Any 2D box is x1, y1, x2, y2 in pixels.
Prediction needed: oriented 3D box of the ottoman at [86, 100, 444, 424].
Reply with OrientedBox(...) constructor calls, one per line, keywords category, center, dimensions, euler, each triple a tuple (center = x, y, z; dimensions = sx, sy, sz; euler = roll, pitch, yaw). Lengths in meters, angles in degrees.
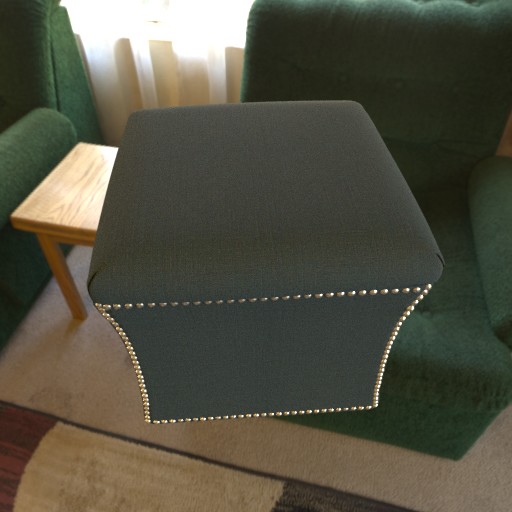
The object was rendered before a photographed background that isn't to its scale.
OrientedBox(category="ottoman", center=(0.000, 0.000, 0.898), dimensions=(0.507, 0.475, 0.497), euler=(-3, 45, -3))
